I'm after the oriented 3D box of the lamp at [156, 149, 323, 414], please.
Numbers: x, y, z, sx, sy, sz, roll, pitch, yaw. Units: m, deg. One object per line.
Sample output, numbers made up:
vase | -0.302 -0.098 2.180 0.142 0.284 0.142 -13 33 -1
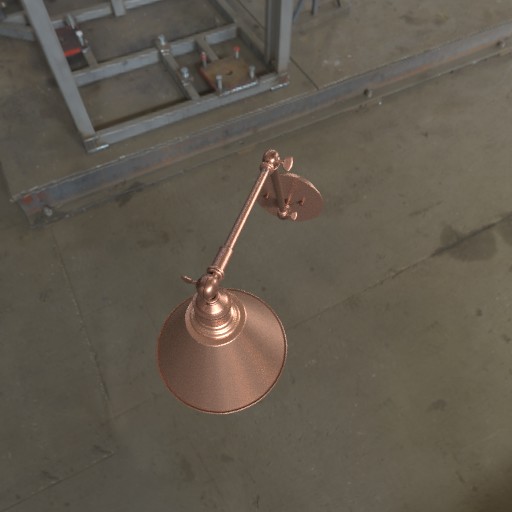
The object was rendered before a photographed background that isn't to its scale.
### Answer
lamp | 0.000 0.000 0.874 0.223 0.502 0.624 15 60 9
